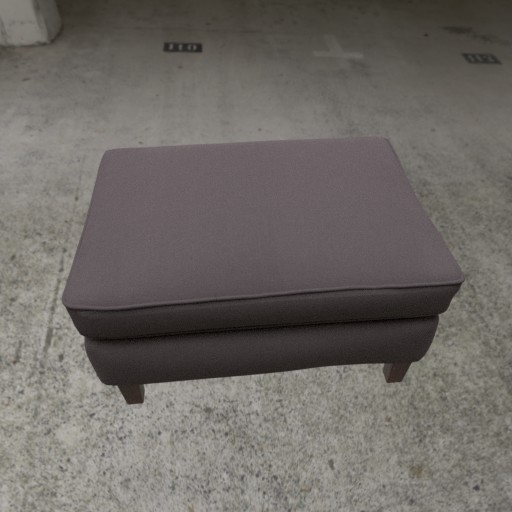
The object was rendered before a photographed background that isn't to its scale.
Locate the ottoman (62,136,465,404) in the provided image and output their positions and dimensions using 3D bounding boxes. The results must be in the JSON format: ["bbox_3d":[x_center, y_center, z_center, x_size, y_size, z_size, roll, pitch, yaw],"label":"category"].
[{"bbox_3d":[0.000,0.000,0.982,0.686,0.406,0.508,-4,46,-3],"label":"ottoman"}]
